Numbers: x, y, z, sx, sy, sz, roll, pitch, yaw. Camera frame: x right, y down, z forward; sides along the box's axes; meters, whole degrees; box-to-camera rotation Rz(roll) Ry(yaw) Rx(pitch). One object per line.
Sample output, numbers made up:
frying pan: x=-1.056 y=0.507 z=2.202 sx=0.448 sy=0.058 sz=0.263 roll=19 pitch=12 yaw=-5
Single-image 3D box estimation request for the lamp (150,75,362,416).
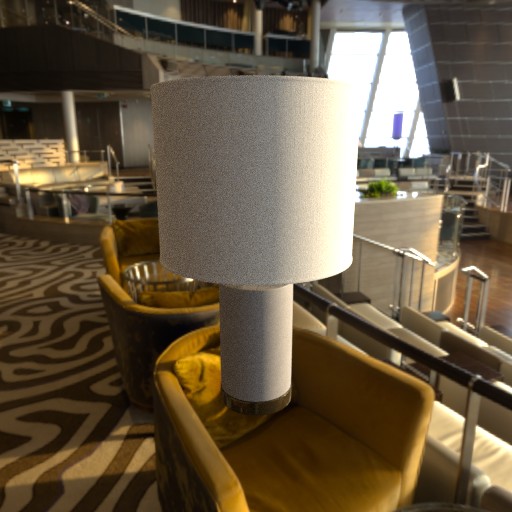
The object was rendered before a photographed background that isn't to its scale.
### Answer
lamp: x=0.000 y=0.000 z=0.539 sx=0.229 sy=0.380 sz=0.229 roll=0 pitch=15 yaw=0
